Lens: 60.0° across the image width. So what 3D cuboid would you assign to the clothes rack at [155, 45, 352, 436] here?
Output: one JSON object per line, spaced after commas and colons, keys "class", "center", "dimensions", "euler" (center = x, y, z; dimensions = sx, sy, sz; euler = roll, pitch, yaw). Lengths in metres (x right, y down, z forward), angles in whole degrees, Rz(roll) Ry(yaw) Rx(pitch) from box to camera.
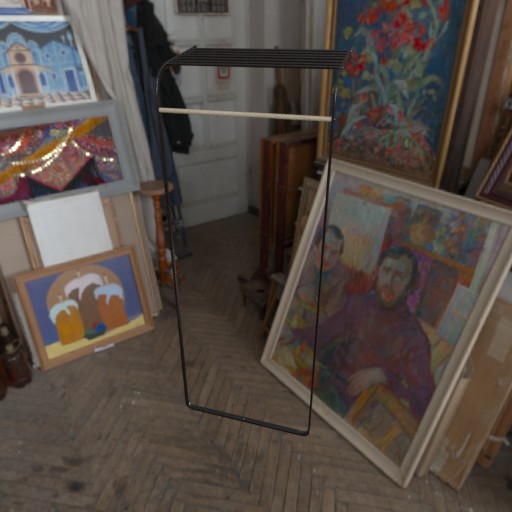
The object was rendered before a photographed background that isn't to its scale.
{"class": "clothes rack", "center": [0.000, 0.000, 1.851], "dimensions": [0.609, 1.574, 0.349], "euler": [8, 28, 15]}
